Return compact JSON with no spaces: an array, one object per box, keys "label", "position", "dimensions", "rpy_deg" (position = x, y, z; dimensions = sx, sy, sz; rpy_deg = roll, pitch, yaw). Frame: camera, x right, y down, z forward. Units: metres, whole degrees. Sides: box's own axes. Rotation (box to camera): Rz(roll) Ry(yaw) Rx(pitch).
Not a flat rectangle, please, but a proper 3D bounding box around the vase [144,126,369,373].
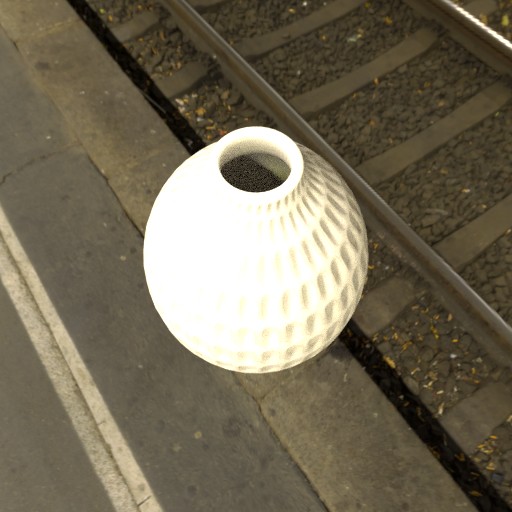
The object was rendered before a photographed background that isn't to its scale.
[{"label":"vase","position":[0.000,0.000,0.328],"dimensions":[0.162,0.223,0.162],"rpy_deg":[0,64,0]}]
